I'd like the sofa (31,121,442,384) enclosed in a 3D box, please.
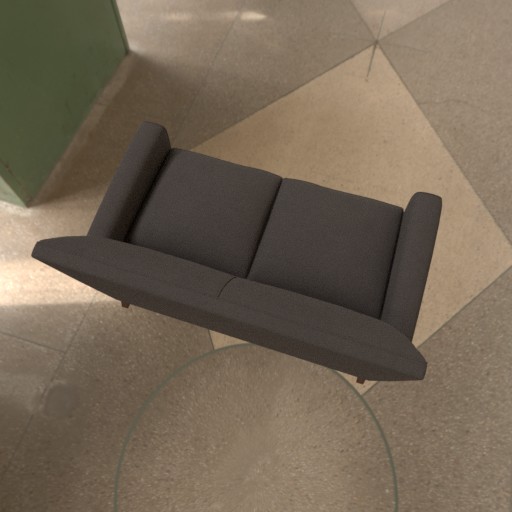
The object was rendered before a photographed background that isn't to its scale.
[{"bbox_3d":[0.000,0.000,1.971,1.420,0.846,0.871,16,64,8],"label":"sofa"}]
